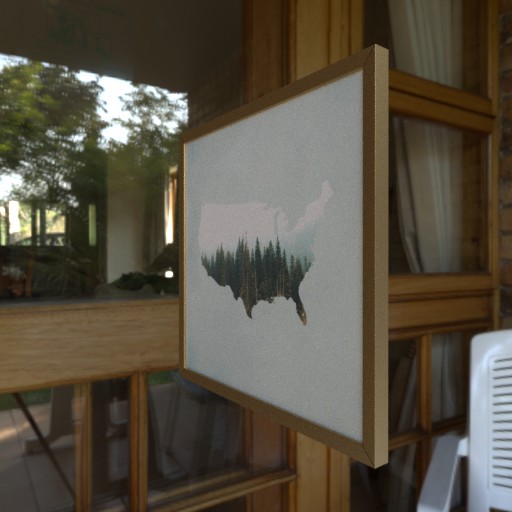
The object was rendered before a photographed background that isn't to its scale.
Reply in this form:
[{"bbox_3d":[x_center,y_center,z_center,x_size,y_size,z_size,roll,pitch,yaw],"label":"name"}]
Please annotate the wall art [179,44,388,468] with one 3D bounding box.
[{"bbox_3d":[0.000,0.000,1.111,0.038,0.762,0.762,0,0,-37],"label":"wall art"}]
